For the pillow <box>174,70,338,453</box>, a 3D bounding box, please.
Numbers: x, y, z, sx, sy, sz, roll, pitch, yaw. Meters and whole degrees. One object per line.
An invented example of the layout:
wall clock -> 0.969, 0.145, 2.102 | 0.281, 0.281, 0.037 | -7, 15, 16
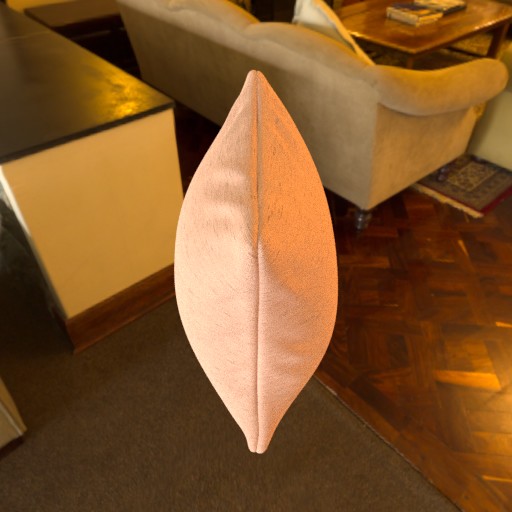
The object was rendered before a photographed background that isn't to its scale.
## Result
pillow -> 0.000, 0.000, 0.679 | 0.246, 0.415, 0.432 | 0, 42, 0
